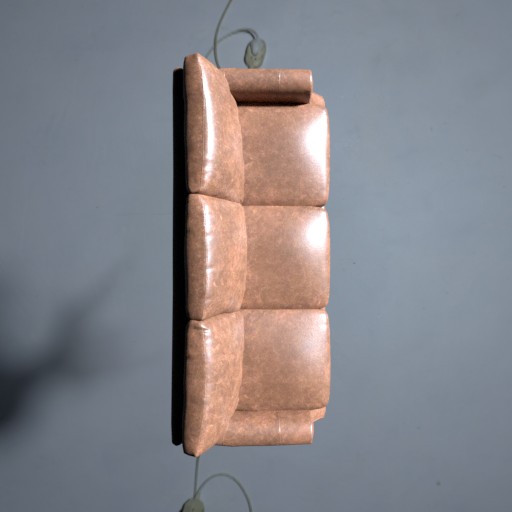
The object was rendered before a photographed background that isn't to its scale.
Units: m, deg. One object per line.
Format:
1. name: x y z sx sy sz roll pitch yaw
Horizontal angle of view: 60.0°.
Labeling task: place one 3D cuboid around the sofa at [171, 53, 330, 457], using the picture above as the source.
1. sofa: 0.000 0.000 2.854 0.973 0.977 2.351 0 89 0
